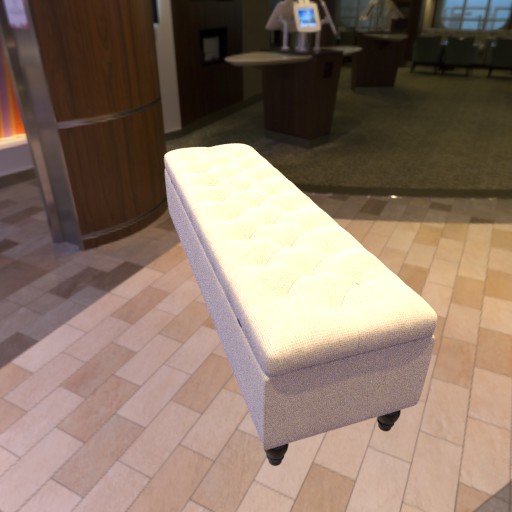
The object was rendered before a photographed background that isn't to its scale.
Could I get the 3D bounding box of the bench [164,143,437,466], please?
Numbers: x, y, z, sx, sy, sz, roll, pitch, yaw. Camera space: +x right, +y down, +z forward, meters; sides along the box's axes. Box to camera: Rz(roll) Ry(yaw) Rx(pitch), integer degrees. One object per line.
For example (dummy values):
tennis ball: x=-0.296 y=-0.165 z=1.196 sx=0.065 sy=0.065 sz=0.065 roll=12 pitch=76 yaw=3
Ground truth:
bench: x=0.000 y=0.000 z=1.687 sx=0.455 sy=0.467 sz=1.480 roll=-10 pitch=32 yaw=-16
